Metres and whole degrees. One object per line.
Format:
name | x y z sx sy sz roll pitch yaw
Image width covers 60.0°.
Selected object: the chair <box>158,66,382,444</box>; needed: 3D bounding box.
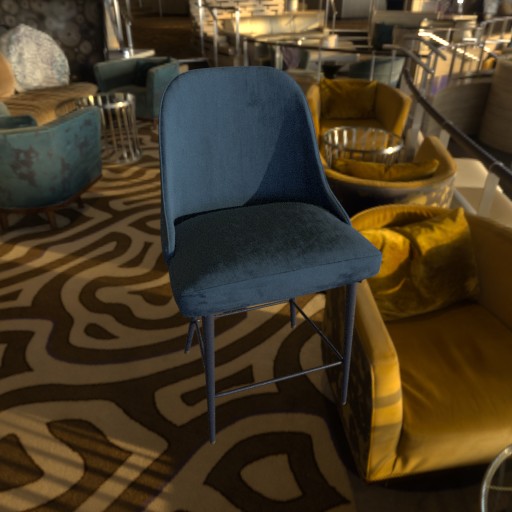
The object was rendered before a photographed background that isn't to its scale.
chair | 0.000 0.000 1.254 0.526 0.927 0.489 -10 33 -16
